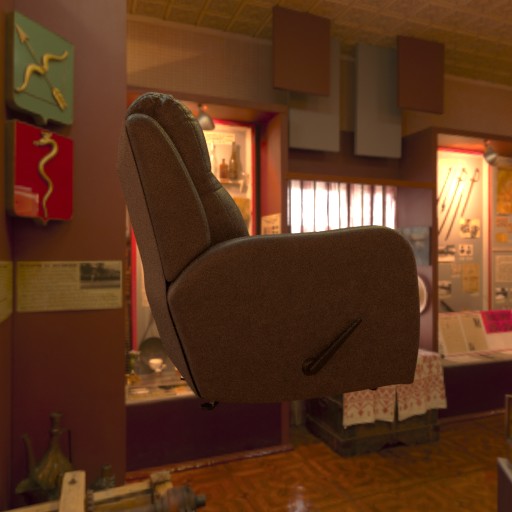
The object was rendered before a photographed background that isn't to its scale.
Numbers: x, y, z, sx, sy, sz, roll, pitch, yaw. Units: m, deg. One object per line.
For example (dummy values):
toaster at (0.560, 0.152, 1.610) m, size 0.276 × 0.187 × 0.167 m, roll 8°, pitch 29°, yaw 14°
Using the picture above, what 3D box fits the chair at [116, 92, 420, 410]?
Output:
chair at (0.000, 0.000, 1.810) m, size 1.067 × 1.067 × 0.865 m, roll 0°, pitch 0°, yaw -20°
